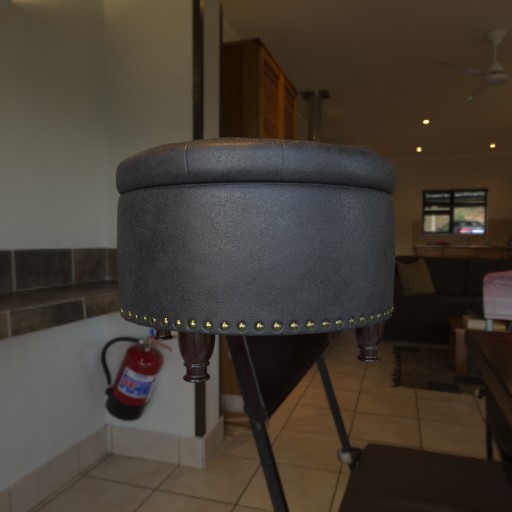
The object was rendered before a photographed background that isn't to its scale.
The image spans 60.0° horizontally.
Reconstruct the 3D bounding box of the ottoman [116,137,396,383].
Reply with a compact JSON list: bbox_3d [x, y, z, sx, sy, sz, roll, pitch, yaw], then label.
[{"bbox_3d":[0.000,0.000,1.060,0.637,0.442,0.637,0,2,0],"label":"ottoman"}]
